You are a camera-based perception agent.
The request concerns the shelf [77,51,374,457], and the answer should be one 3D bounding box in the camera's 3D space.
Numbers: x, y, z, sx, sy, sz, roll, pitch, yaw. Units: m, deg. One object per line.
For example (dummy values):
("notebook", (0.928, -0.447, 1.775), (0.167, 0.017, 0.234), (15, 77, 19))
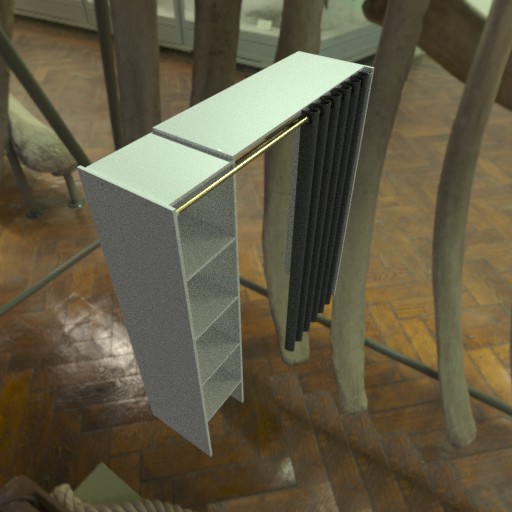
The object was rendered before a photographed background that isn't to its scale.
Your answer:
("shelf", (0.000, 0.000, 2.620), (0.500, 1.810, 1.600), (25, 48, 25))
